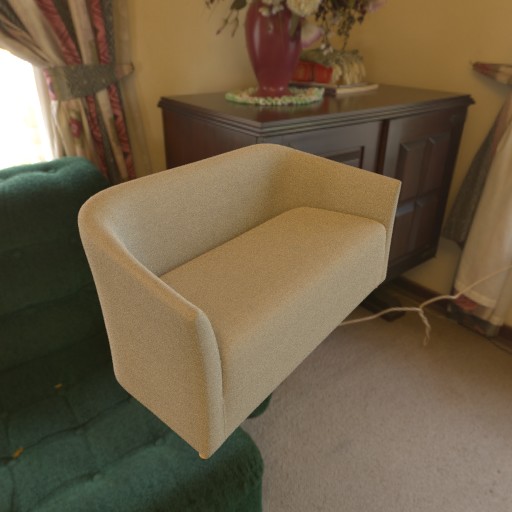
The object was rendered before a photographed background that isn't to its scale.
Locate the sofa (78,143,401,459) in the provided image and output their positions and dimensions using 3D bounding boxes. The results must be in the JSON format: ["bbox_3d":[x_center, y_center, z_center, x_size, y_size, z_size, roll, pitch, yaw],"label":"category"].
[{"bbox_3d":[0.000,0.000,1.906,0.705,0.721,1.452,18,32,32],"label":"sofa"}]
